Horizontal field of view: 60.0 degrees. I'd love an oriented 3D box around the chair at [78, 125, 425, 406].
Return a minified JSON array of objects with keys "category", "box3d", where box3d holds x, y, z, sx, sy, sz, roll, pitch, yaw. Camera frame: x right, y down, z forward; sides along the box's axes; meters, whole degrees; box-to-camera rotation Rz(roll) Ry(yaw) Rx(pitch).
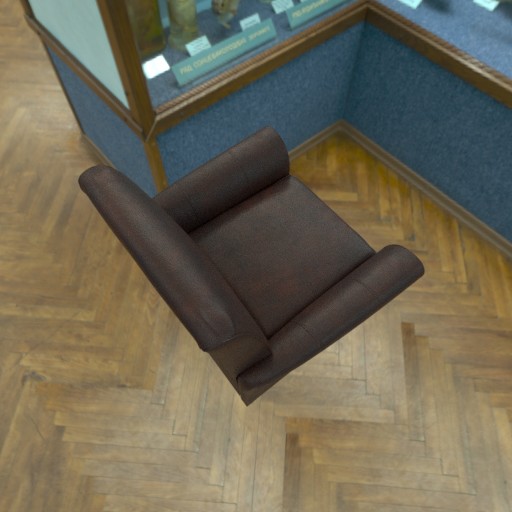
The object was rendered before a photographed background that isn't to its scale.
[{"category":"chair","box3d":[0.000,0.000,1.805,0.902,1.061,0.978,-34,65,-18]}]
